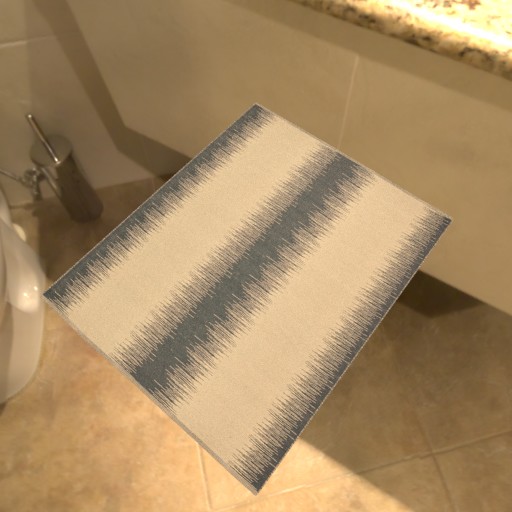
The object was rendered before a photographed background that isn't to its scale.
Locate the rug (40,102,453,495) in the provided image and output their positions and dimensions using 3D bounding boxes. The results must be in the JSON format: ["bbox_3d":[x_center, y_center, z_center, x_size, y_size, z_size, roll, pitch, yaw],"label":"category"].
[{"bbox_3d":[0.000,0.000,4.074,2.453,0.004,3.037,36,68,17],"label":"rug"}]
